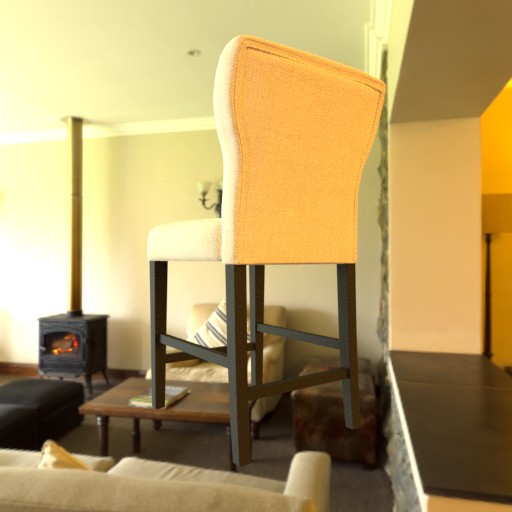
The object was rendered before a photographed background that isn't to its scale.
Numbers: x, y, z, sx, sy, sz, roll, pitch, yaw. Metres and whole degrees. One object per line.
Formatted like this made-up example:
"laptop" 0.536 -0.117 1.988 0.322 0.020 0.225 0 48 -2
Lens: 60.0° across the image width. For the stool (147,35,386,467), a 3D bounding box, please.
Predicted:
"stool" 0.000 0.000 1.314 0.514 0.972 0.603 0 0 -36
